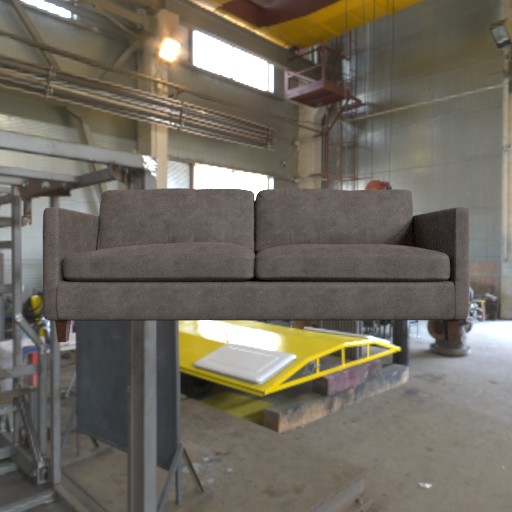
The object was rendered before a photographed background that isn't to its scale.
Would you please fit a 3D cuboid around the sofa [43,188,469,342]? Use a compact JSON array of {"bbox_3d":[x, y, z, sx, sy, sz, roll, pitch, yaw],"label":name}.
[{"bbox_3d":[0.000,0.000,2.940,2.434,0.965,0.951,0,1,0],"label":"sofa"}]
